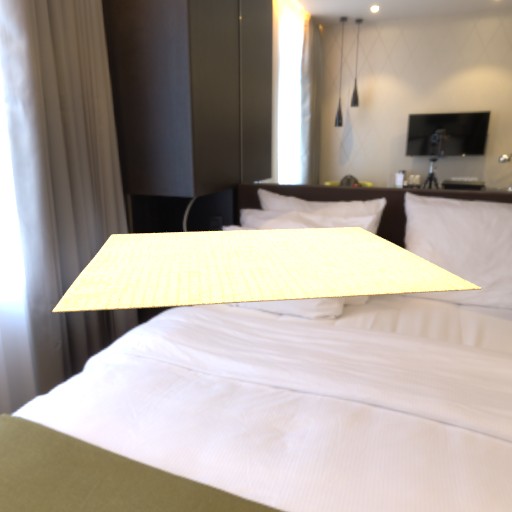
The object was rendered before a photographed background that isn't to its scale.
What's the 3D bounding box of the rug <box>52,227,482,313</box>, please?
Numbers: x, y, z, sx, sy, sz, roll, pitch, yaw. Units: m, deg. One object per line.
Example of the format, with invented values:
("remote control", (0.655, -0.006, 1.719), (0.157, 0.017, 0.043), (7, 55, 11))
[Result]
("rug", (0.000, 0.000, 4.258), (3.061, 0.014, 2.447), (-2, 15, -8))
